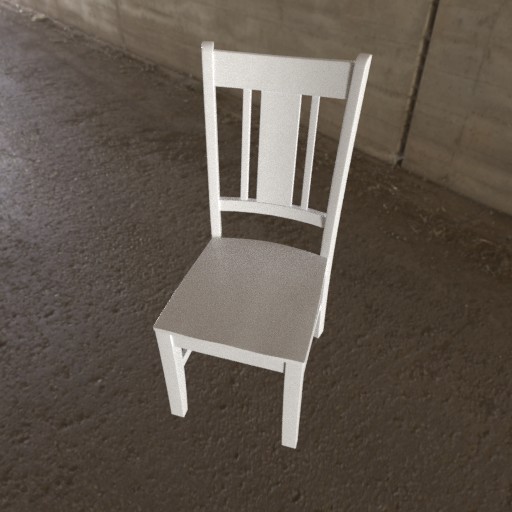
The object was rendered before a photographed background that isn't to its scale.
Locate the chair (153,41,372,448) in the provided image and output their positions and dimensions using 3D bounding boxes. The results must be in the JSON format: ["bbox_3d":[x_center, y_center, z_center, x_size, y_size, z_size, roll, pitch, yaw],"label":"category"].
[{"bbox_3d":[0.000,0.000,1.274,0.450,0.998,0.555,11,40,13],"label":"chair"}]
